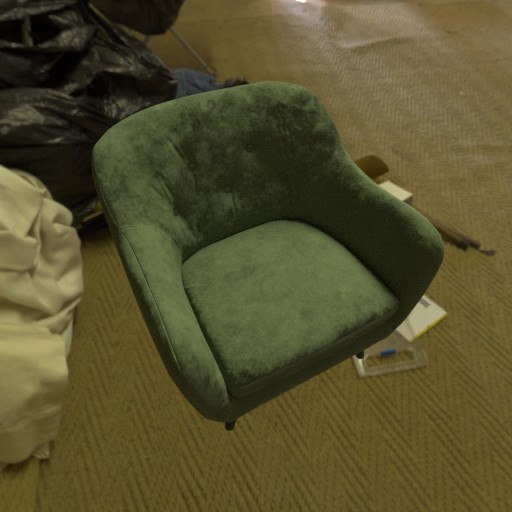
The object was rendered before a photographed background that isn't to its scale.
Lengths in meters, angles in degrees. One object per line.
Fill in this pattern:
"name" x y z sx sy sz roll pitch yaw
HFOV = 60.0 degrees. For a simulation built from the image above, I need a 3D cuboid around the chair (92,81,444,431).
"chair" 0.000 0.000 1.467 0.840 0.804 0.819 -22 51 -19
